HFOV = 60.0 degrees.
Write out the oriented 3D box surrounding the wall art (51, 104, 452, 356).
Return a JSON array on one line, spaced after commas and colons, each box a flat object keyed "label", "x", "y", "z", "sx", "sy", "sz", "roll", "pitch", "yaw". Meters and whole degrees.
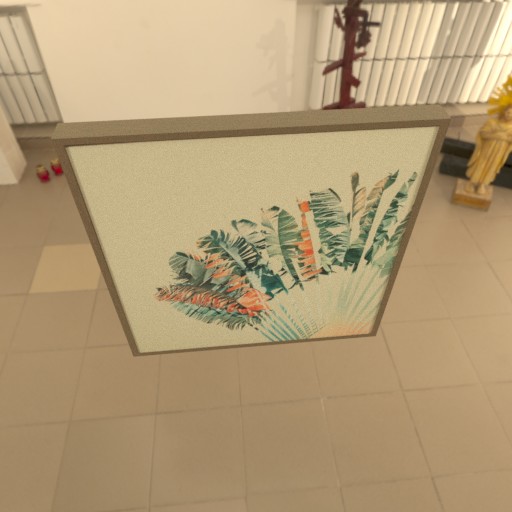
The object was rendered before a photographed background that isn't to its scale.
[{"label": "wall art", "x": 0.000, "y": 0.000, "z": 0.756, "sx": 0.508, "sy": 0.506, "sz": 0.038, "roll": -4, "pitch": 46, "yaw": -4}]
